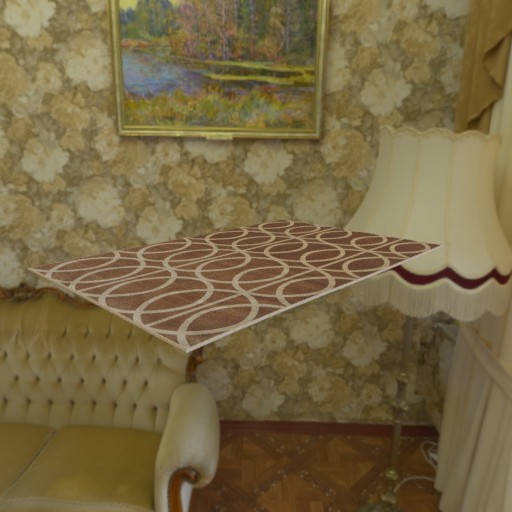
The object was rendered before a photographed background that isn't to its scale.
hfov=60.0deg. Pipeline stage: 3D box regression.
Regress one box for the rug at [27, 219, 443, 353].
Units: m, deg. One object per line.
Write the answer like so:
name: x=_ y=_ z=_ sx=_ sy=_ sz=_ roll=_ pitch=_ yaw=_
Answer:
rug: x=0.000 y=0.000 z=2.881 sx=1.528 sy=0.014 sz=2.294 roll=14 pitch=20 yaw=42
